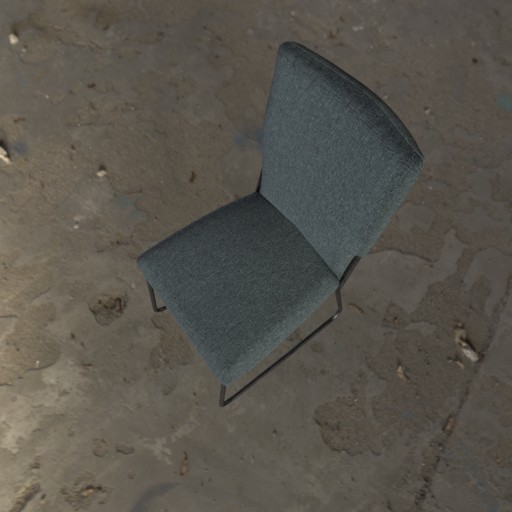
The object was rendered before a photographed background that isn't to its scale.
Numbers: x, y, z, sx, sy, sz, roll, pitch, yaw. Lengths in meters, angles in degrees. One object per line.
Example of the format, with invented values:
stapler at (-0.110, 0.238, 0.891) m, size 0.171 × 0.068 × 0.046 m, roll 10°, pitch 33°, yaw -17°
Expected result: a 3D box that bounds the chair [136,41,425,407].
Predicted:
chair at (0.000, 0.000, 1.290) m, size 0.635 × 0.931 × 0.480 m, roll -34°, pitch 69°, yaw -16°
